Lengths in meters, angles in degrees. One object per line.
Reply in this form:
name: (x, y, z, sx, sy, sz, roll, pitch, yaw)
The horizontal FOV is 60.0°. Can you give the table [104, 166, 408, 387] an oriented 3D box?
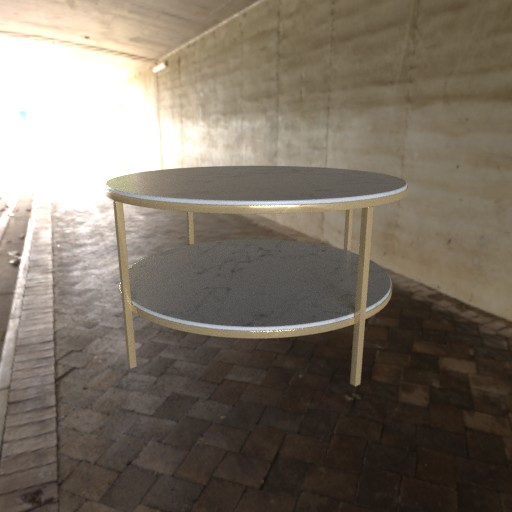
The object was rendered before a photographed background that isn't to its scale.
table: (0.000, 0.000, 1.288, 0.800, 0.450, 0.800, 0, 16, 0)
